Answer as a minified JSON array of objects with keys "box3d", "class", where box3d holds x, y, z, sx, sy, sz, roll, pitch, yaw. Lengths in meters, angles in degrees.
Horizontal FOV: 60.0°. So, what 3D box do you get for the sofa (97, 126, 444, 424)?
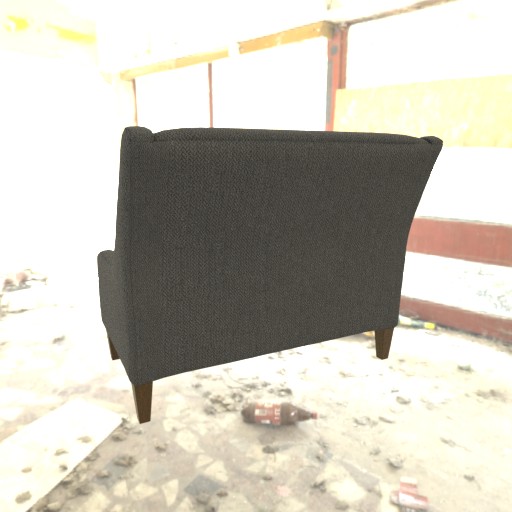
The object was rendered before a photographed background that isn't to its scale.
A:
[{"box3d":[0.000,0.000,1.934,1.242,1.022,0.873,-6,14,-26],"class":"sofa"}]
